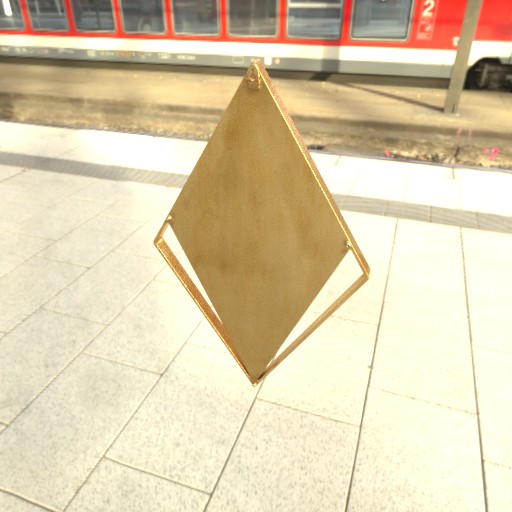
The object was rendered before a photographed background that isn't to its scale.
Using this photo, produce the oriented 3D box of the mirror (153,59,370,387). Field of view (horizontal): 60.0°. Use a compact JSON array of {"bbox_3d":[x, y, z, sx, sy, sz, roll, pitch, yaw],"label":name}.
[{"bbox_3d":[0.000,0.000,0.833,0.419,0.679,0.032,9,33,15],"label":"mirror"}]
